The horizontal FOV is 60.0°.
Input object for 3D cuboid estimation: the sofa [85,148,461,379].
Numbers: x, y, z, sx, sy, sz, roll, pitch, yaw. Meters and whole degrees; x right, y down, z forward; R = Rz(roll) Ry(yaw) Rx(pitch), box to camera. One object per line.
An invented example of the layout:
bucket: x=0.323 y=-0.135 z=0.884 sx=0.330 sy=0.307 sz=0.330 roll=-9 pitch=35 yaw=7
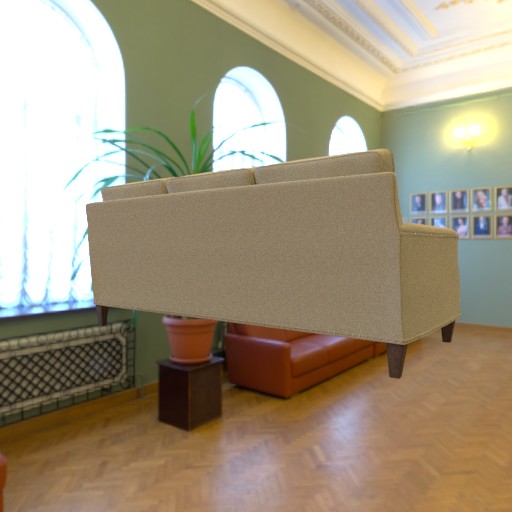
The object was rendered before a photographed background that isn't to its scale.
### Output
sofa: x=0.000 y=0.000 z=2.843 sx=2.246 sy=1.003 sz=1.084 roll=1 pitch=1 yaw=36
